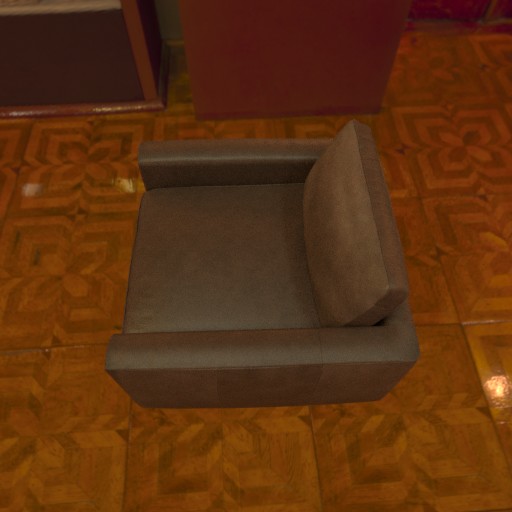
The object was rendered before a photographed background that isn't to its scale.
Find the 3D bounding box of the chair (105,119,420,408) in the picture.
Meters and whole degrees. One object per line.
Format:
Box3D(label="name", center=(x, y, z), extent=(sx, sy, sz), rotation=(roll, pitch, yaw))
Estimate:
Box3D(label="chair", center=(0.000, 0.000, 1.864), extent=(1.069, 0.812, 1.100), rotation=(-1, 58, -1))
